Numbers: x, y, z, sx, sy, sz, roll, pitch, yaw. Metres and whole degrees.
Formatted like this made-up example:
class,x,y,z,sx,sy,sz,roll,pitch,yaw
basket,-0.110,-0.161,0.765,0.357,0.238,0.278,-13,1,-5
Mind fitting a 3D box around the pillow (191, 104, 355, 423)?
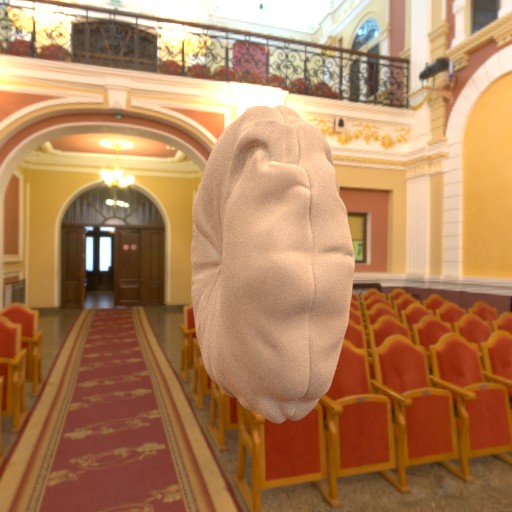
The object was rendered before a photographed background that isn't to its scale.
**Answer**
class,x,y,z,sx,sy,sz,roll,pitch,yaw
pillow,0.000,0.000,0.630,0.148,0.407,0.428,0,0,-17
